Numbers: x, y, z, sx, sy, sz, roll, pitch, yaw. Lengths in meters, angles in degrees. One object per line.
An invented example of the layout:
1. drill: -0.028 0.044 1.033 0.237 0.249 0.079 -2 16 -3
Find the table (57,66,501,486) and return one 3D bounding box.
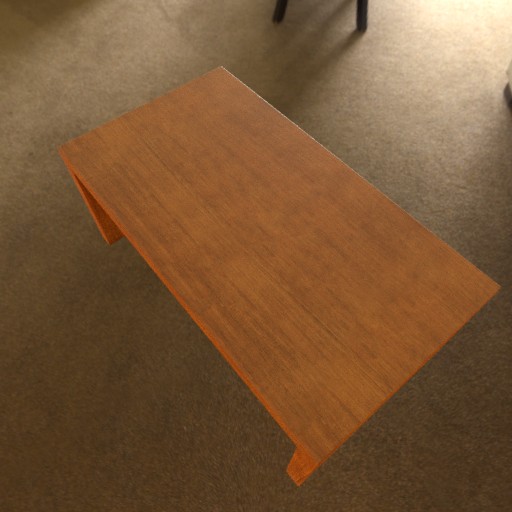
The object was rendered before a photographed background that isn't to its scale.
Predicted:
1. table: 0.000 0.000 1.245 0.549 0.419 1.000 -35 64 -20
